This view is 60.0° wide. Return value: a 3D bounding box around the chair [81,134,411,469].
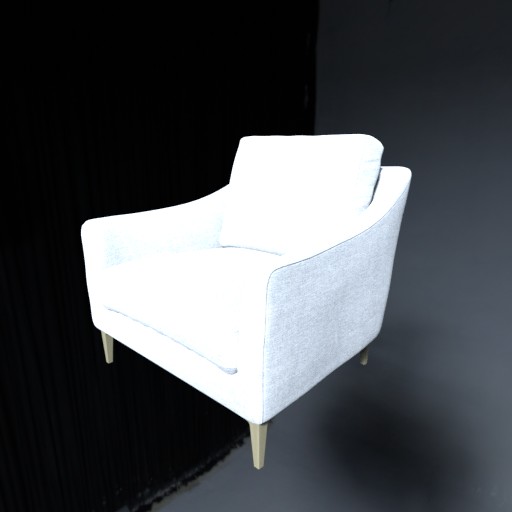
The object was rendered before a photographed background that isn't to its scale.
[{"bbox_3d":[0.000,0.000,1.704,0.961,0.902,0.986,-14,20,-43],"label":"chair"}]
